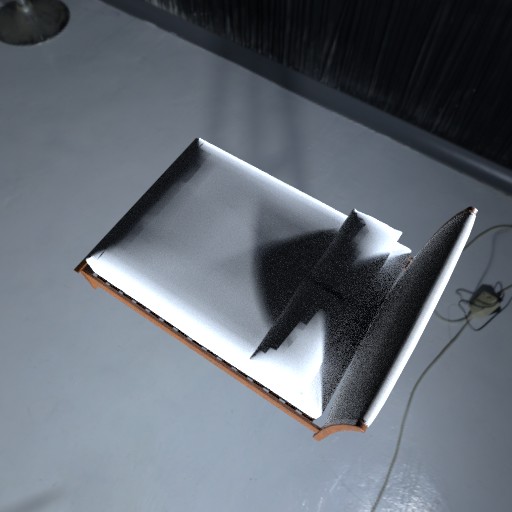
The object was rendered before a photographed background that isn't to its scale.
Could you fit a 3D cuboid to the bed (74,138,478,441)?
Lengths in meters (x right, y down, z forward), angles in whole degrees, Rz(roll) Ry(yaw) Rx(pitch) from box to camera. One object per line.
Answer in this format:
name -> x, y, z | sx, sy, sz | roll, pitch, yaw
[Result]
bed -> 0.000, 0.000, 3.319 | 2.380, 1.250, 1.612 | 30, 67, 14
